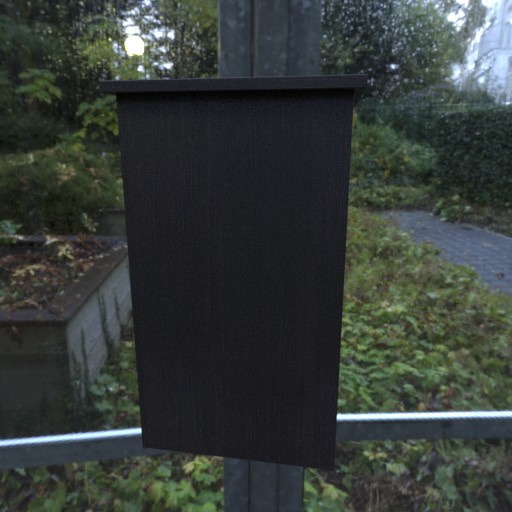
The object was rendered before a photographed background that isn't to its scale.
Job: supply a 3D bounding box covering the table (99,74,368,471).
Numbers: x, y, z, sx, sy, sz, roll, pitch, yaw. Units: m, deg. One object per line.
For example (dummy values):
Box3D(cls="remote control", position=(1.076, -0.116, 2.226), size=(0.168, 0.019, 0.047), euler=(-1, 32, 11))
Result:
Box3D(cls="table", position=(0.000, 0.000, 0.923), size=(0.381, 0.635, 0.480), euler=(3, 15, 10))
